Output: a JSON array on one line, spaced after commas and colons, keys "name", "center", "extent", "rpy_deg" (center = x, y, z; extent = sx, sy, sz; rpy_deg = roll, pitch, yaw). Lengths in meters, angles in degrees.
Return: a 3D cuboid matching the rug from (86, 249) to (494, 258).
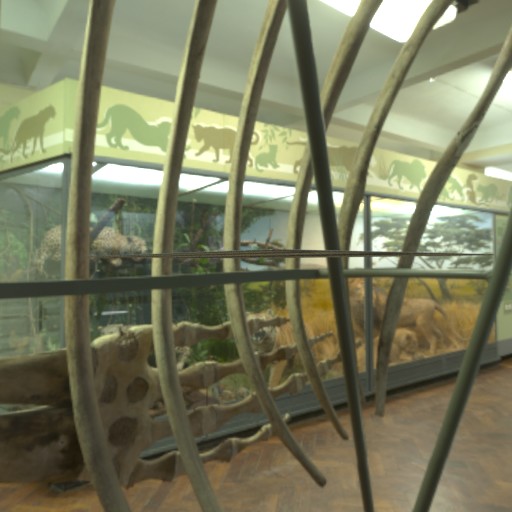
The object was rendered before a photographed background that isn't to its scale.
[{"name": "rug", "center": [0.000, 0.000, 2.318], "extent": [1.234, 0.006, 1.854], "rpy_deg": [1, -1, -36]}]
